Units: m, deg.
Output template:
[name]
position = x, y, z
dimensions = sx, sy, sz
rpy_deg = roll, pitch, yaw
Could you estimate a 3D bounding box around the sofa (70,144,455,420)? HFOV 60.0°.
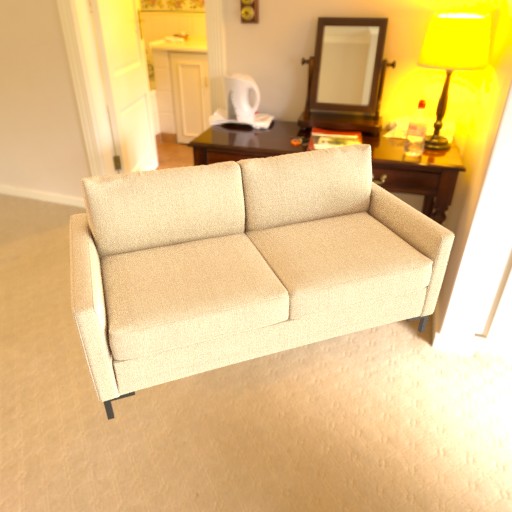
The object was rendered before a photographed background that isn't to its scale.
[sofa]
position = 0.000, 0.000, 2.143
dimensions = 1.651, 0.812, 0.839
rpy_deg = -11, 33, -17
